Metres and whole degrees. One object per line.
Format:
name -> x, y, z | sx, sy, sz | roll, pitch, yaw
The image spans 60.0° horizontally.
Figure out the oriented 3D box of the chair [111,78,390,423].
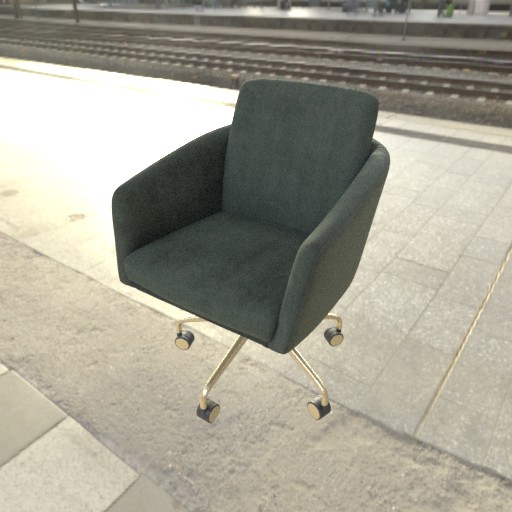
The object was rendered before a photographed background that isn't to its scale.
chair -> 0.000, 0.000, 1.333 | 0.641, 0.908, 0.635 | 19, 36, 29
